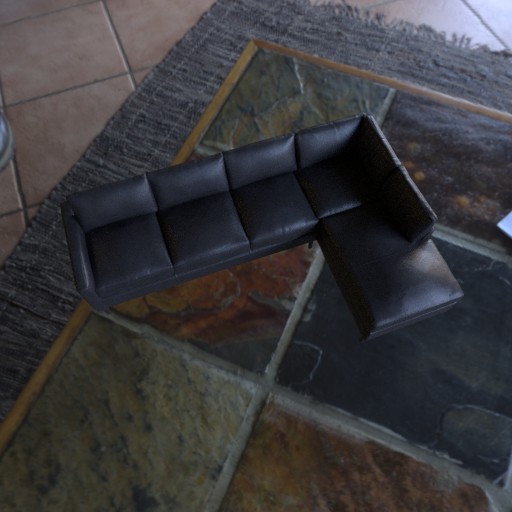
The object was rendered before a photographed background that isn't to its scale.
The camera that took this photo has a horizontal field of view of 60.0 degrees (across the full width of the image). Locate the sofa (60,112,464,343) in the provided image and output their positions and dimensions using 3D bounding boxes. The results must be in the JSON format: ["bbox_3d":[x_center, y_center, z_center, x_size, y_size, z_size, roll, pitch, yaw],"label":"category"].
[{"bbox_3d":[0.000,0.000,3.875,2.984,0.877,1.938,-18,64,-9],"label":"sofa"}]
